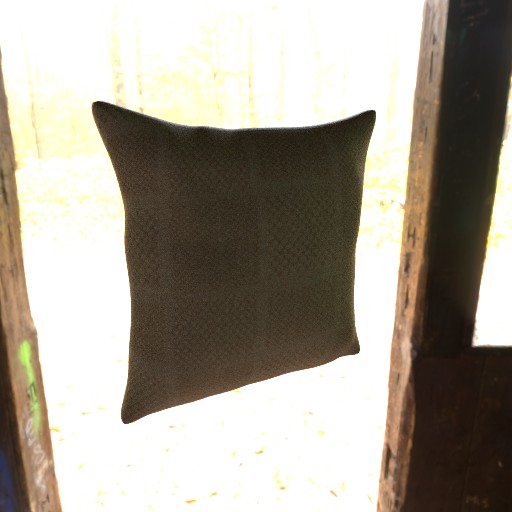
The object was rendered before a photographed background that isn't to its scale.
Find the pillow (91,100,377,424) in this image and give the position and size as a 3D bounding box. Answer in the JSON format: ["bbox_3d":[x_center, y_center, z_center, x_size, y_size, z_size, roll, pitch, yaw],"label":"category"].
[{"bbox_3d":[0.000,0.000,0.670,0.436,0.432,0.138,-9,18,-27],"label":"pillow"}]
